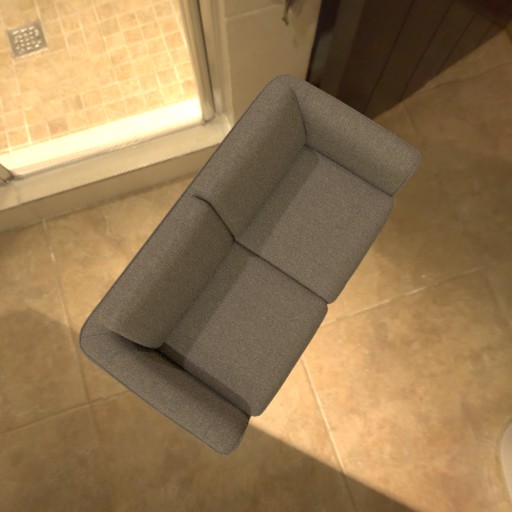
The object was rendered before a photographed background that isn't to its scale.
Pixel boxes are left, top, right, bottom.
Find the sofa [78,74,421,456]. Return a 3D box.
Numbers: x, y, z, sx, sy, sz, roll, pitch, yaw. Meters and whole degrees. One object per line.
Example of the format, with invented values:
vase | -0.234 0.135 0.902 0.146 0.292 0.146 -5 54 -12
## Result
sofa | 0.000 0.000 2.236 0.920 0.870 1.700 33 79 7
